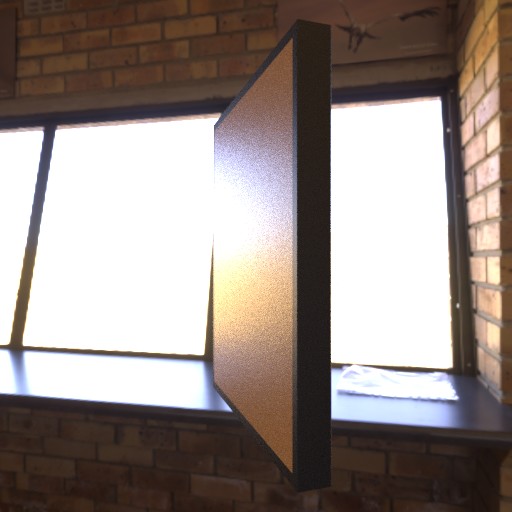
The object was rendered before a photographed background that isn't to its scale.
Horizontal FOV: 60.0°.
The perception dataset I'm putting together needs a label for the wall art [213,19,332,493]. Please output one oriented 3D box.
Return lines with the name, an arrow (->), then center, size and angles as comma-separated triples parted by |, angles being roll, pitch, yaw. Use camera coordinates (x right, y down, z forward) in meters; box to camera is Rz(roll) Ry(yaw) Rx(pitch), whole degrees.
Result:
wall art -> 0.000, 0.000, 0.489 | 0.030, 0.369, 0.294 | 0, 0, -18
